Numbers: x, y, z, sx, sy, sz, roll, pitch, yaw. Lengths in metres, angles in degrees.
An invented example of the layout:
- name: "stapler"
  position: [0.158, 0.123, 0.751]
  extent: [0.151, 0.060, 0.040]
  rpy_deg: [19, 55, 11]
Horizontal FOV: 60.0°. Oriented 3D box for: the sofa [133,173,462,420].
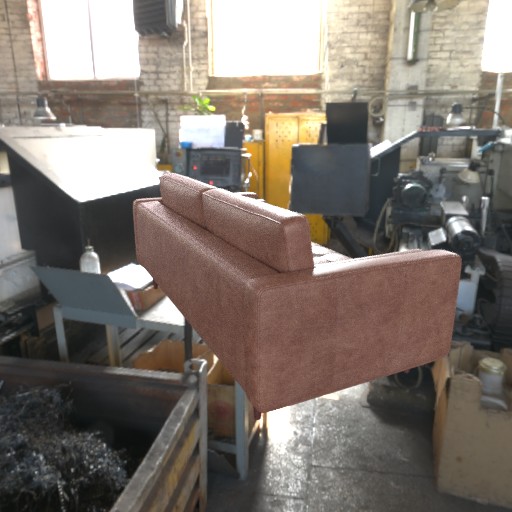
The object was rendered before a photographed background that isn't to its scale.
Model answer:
- name: "sofa"
  position: [0.000, 0.000, 2.356]
  extent: [0.910, 0.760, 1.870]
  rpy_deg: [-8, 18, -25]
